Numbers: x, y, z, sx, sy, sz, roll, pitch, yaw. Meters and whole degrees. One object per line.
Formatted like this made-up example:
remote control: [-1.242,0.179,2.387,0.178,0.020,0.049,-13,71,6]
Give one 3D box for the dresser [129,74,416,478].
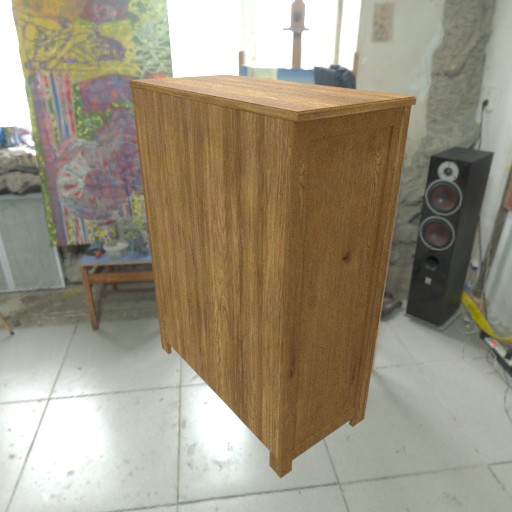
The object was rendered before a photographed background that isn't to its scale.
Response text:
dresser: [0.000,0.000,1.995,0.558,1.431,1.081,-19,32,-33]
